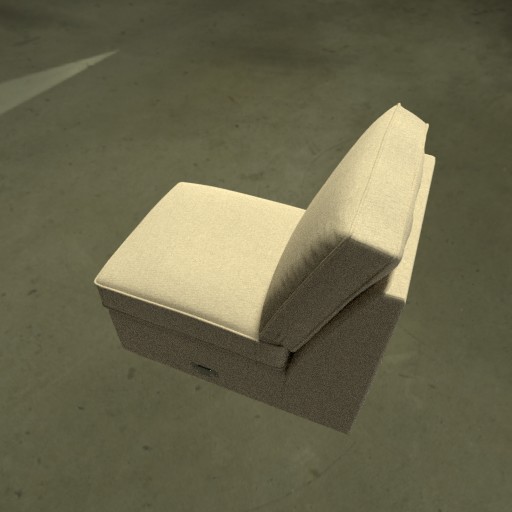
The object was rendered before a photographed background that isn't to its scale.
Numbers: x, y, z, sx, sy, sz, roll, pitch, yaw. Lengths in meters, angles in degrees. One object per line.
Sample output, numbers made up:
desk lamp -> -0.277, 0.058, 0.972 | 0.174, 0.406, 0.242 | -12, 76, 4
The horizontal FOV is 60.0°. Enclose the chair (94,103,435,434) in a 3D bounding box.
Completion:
chair -> 0.000, 0.000, 1.505 | 0.938, 0.970, 0.621 | 16, 49, 15
